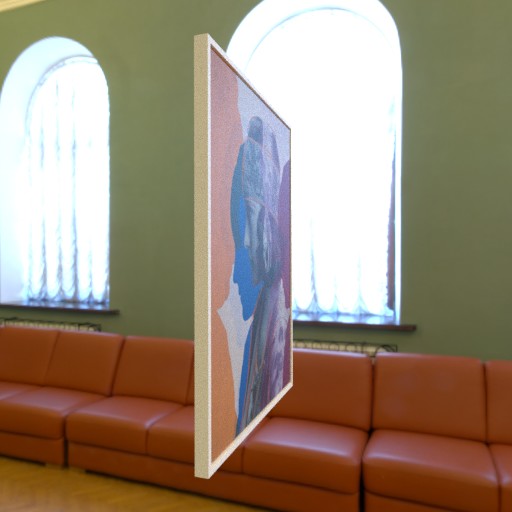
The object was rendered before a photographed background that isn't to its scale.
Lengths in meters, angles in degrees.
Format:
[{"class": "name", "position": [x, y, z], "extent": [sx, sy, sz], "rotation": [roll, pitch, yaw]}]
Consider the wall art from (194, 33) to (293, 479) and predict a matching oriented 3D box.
[{"class": "wall art", "position": [0.000, 0.000, 1.425], "extent": [0.039, 1.050, 0.795], "rotation": [0, 0, 19]}]
